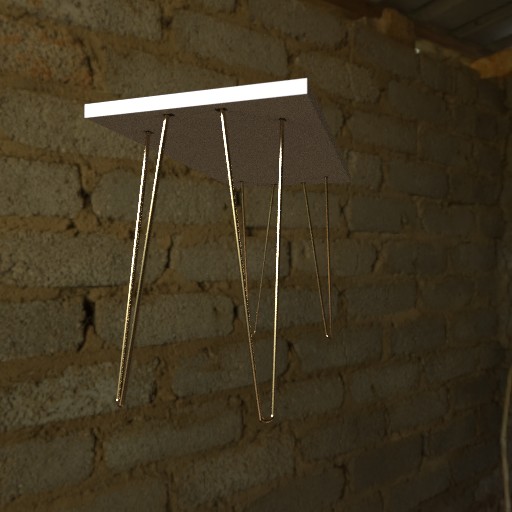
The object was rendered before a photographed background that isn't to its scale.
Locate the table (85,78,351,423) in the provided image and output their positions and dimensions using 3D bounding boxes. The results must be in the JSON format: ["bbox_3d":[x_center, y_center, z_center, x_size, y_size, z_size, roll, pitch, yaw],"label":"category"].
[{"bbox_3d":[0.000,0.000,1.377,0.498,0.660,0.991,0,-1,17],"label":"table"}]
